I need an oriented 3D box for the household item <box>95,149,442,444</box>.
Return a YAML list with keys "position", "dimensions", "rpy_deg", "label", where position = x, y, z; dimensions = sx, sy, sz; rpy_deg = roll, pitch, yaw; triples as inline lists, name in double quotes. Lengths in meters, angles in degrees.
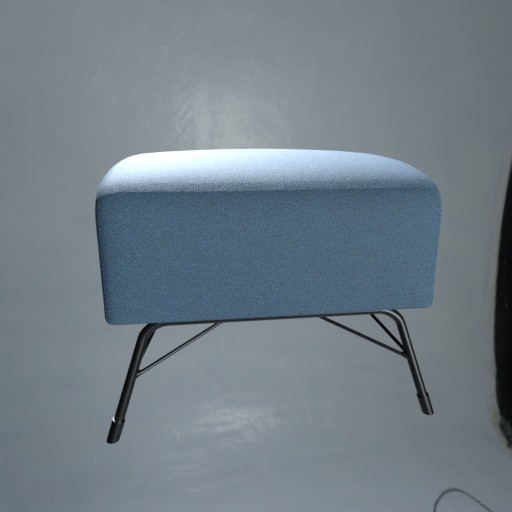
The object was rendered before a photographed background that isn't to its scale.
- position: [0.000, 0.000, 0.896]
  dimensions: [0.530, 0.420, 0.530]
  rpy_deg: [-2, 16, -8]
  label: "household item"
